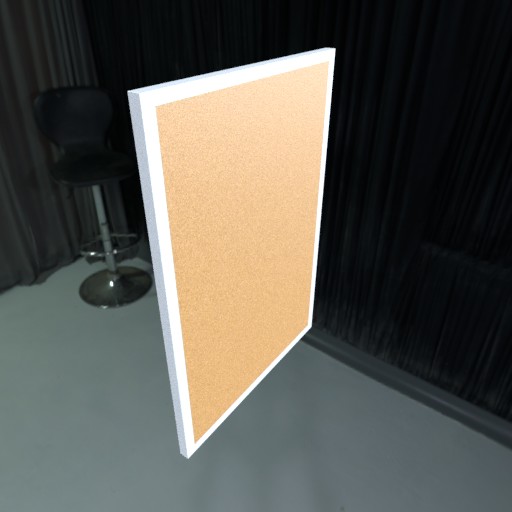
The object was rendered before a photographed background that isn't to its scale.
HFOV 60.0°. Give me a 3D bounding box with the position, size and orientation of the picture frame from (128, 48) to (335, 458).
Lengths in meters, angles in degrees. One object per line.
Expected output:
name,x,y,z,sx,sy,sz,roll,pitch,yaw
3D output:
picture frame,0.000,0.000,0.542,0.013,0.434,0.305,21,38,30
